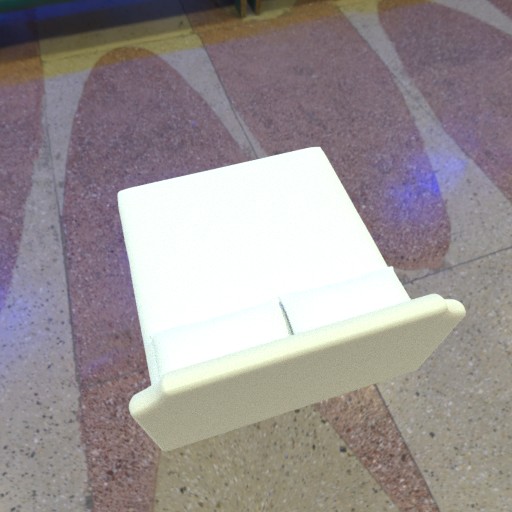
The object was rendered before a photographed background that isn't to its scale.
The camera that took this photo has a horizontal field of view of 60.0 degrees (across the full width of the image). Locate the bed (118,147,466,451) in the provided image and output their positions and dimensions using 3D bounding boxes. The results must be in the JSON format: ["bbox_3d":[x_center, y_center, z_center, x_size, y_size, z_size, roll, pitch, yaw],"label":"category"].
[{"bbox_3d":[0.000,0.000,3.573,2.160,1.301,2.204,-15,58,-9],"label":"bed"}]
